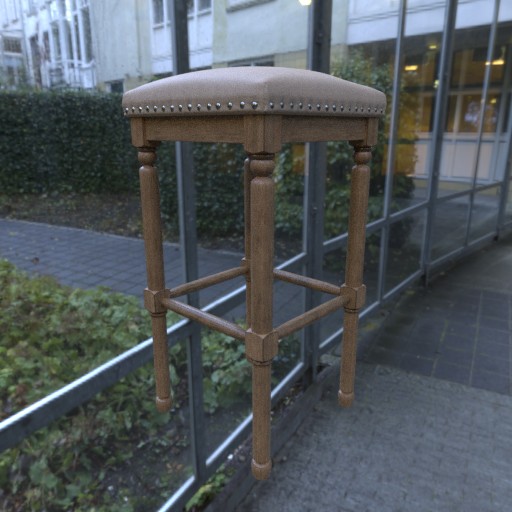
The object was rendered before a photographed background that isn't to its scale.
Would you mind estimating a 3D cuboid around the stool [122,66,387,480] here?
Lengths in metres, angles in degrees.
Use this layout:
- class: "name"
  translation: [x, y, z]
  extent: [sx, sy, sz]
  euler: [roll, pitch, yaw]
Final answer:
- class: "stool"
  translation: [0.000, 0.000, 0.980]
  extent: [0.383, 0.768, 0.382]
  euler: [14, 22, 40]
